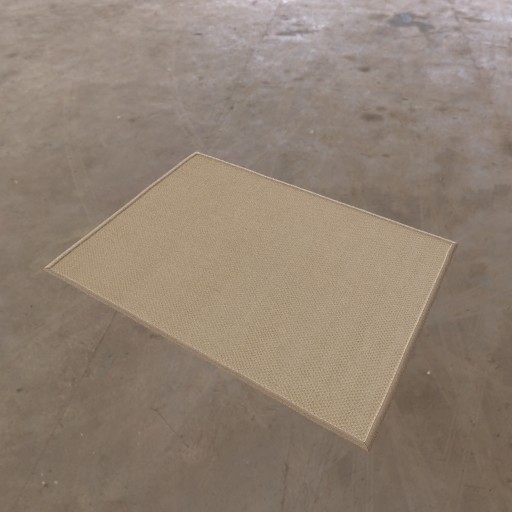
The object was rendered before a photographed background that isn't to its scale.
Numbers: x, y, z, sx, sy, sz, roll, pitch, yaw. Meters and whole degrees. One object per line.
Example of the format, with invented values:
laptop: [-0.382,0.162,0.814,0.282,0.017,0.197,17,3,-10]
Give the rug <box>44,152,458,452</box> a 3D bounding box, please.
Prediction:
rug: [0.000,0.000,2.732,2.081,0.020,1.525,23,50,22]
